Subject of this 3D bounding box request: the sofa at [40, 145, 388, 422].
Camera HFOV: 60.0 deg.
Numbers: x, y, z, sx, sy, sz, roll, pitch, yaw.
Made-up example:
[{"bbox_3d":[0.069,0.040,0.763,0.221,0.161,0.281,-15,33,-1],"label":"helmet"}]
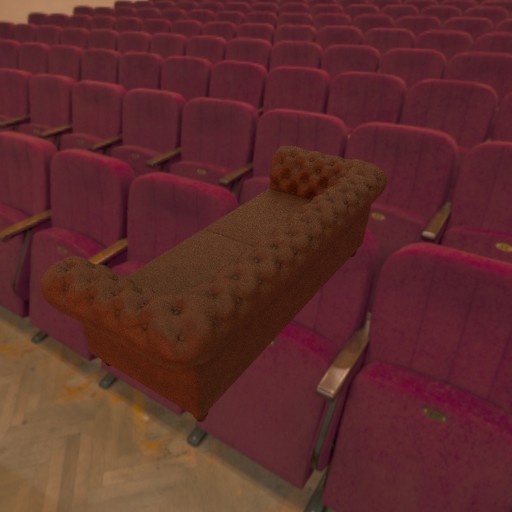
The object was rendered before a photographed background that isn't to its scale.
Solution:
[{"bbox_3d":[0.000,0.000,2.886,0.944,0.783,2.385,19,37,28],"label":"sofa"}]
